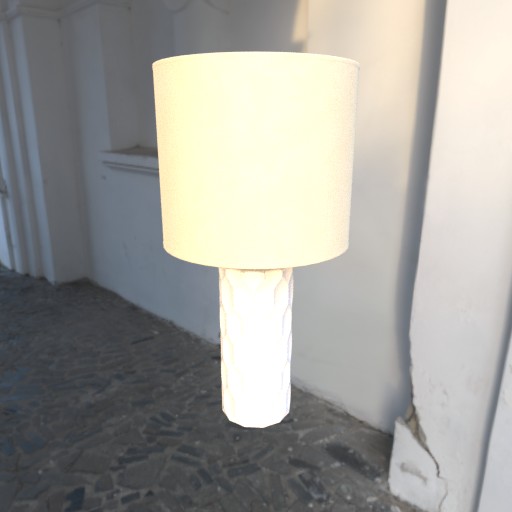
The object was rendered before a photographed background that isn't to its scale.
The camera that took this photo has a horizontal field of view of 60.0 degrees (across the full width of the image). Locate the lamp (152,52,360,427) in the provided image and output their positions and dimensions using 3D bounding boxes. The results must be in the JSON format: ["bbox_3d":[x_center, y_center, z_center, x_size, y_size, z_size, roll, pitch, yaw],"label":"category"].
[{"bbox_3d":[0.000,0.000,0.681,0.277,0.537,0.277,-8,18,-25],"label":"lamp"}]
